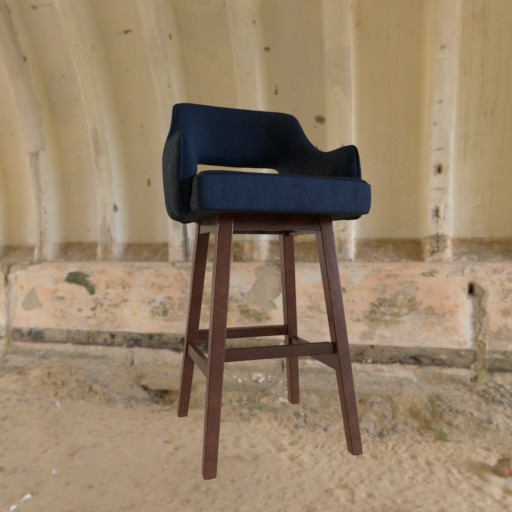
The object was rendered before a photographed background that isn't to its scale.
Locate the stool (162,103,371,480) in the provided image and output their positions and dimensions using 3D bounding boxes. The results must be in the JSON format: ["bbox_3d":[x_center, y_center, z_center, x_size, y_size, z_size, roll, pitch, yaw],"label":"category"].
[{"bbox_3d":[0.000,0.000,1.333,0.550,1.041,0.560,0,1,-18],"label":"stool"}]
